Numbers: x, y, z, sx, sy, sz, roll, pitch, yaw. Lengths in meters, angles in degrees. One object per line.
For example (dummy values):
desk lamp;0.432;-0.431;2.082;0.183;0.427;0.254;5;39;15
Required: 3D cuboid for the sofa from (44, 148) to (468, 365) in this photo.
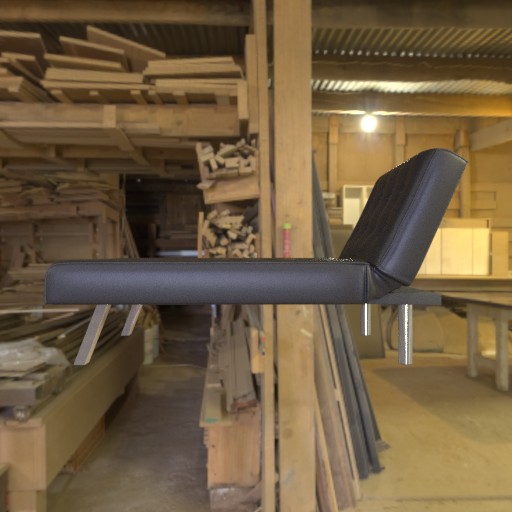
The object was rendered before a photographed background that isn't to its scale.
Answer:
sofa;0.000;0.000;1.990;1.560;0.820;0.760;0;0;0
